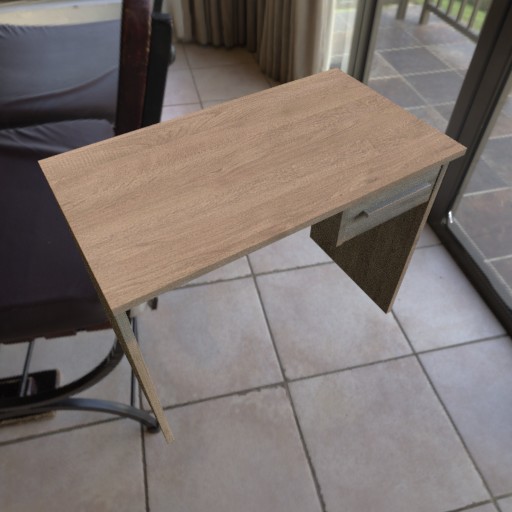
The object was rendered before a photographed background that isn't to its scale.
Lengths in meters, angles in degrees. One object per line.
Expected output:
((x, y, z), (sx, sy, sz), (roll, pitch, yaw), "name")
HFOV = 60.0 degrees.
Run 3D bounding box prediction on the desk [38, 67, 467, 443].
((0.000, 0.000, 1.323), (0.893, 0.724, 0.498), (-25, 53, -21), "desk")
